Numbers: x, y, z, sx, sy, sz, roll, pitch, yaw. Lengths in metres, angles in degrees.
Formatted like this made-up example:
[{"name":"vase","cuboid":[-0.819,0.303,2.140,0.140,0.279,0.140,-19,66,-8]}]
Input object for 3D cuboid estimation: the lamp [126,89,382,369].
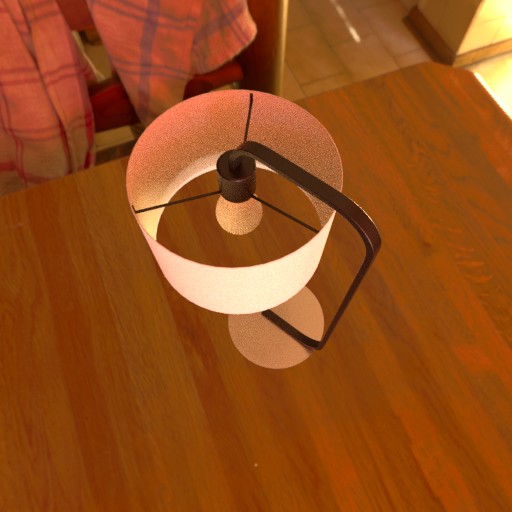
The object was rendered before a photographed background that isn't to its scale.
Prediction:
[{"name":"lamp","cuboid":[0.000,0.000,0.626,0.288,0.473,0.230,35,70,15]}]
